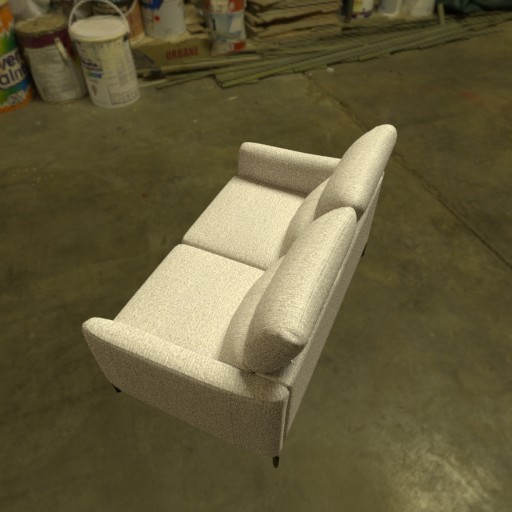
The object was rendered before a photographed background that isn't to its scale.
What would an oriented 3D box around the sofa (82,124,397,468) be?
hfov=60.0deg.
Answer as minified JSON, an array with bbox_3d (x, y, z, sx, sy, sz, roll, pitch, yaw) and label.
[{"bbox_3d":[0.000,0.000,2.142,0.905,0.950,1.540,18,49,17],"label":"sofa"}]
